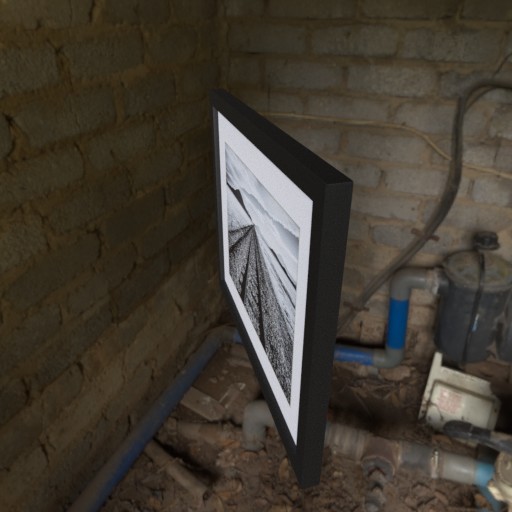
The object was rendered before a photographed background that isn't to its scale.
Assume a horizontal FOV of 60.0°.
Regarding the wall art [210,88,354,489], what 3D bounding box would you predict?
[{"bbox_3d":[0.000,0.000,0.755,0.029,0.458,0.559,-8,30,-14],"label":"wall art"}]
